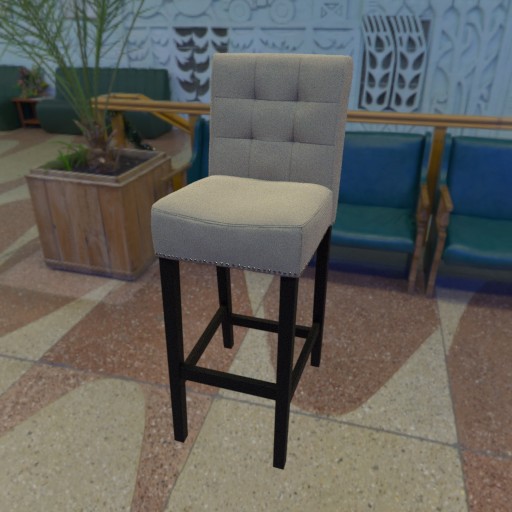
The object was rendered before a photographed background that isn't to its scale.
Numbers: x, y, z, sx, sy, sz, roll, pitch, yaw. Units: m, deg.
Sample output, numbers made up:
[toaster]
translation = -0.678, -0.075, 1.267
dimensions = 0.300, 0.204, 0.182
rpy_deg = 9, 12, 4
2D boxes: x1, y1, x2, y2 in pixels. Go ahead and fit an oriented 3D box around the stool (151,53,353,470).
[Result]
[stool]
translation = 0.000, 0.000, 1.288
dimensions = 0.411, 1.047, 0.548
rpy_deg = 8, 29, 15
